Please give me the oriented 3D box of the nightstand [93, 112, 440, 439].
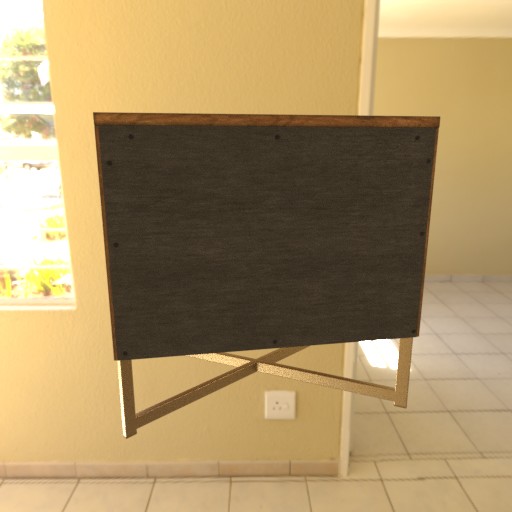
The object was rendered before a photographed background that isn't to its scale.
[{"bbox_3d":[0.000,0.000,1.047,0.610,0.610,0.446,-2,14,-10],"label":"nightstand"}]
